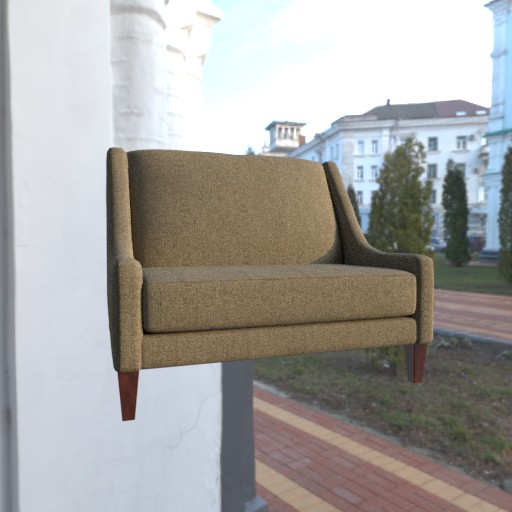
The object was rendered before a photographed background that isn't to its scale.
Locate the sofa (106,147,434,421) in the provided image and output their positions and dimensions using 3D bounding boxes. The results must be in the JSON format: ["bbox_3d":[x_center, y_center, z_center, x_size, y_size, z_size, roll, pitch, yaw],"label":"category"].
[{"bbox_3d":[0.000,0.000,1.946,1.242,1.021,0.870,-1,2,-19],"label":"sofa"}]
